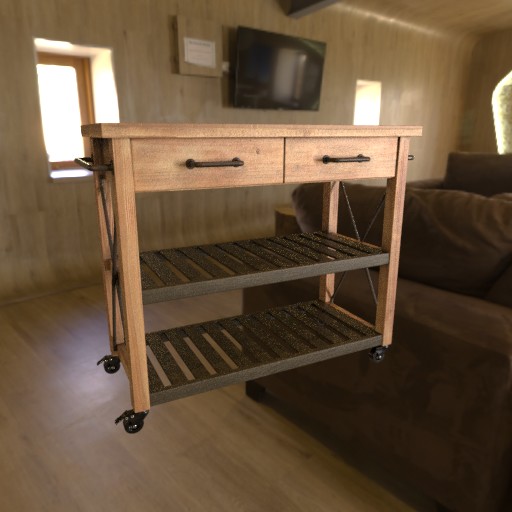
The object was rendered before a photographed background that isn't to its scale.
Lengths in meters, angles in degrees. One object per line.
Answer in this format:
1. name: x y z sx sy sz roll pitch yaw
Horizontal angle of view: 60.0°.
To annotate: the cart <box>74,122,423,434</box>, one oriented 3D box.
1. cart: 0.000 0.000 0.980 0.686 0.554 0.298 -8 17 -26
